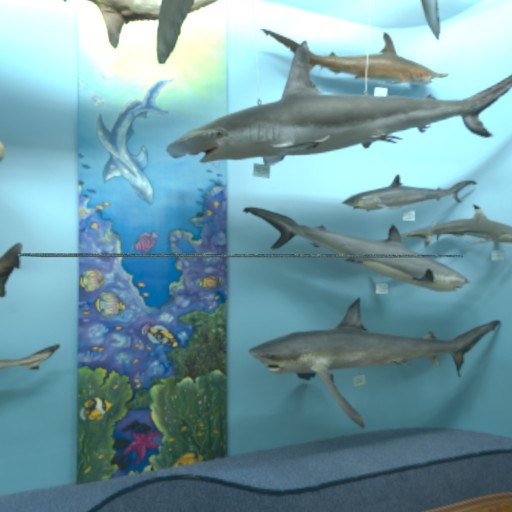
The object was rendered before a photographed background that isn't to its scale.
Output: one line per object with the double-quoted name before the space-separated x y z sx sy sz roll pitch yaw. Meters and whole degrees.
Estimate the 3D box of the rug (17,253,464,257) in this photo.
"rug" 0.000 0.000 2.501 2.292 0.014 0.685 0 0 -19
